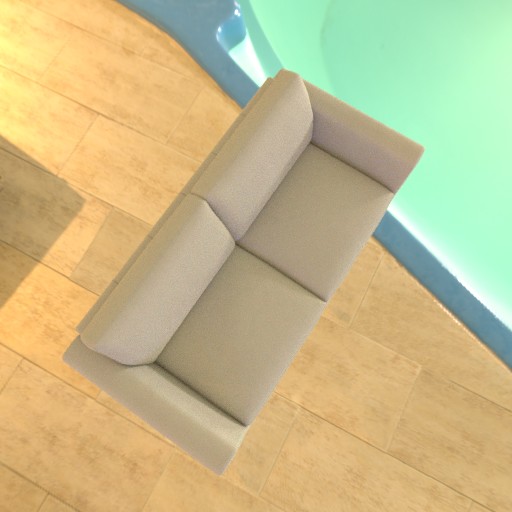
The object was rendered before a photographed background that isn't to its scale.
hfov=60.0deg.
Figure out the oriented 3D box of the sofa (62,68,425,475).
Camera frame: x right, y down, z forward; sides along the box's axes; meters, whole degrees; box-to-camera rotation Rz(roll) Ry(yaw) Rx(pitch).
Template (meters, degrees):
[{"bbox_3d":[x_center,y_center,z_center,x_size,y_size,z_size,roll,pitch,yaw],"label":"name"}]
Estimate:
[{"bbox_3d":[0.000,0.000,2.456,0.953,0.875,2.017,33,77,8],"label":"sofa"}]
